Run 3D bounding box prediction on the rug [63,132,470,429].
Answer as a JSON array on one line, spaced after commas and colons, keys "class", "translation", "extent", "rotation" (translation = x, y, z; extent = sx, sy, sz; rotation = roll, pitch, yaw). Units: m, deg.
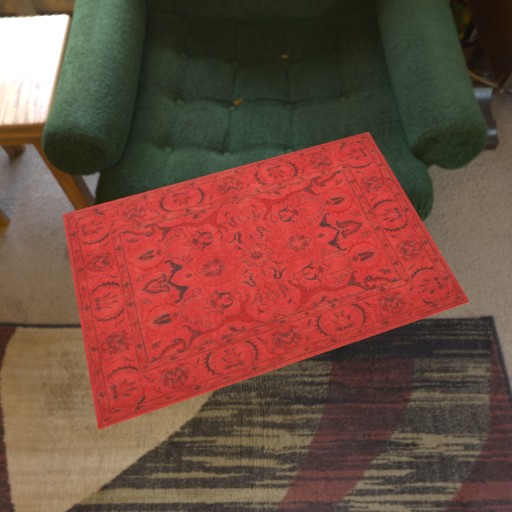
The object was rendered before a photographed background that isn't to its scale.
[{"class": "rug", "translation": [0.000, 0.000, 3.040], "extent": [2.423, 0.010, 1.534], "rotation": [-17, 64, -8]}]
